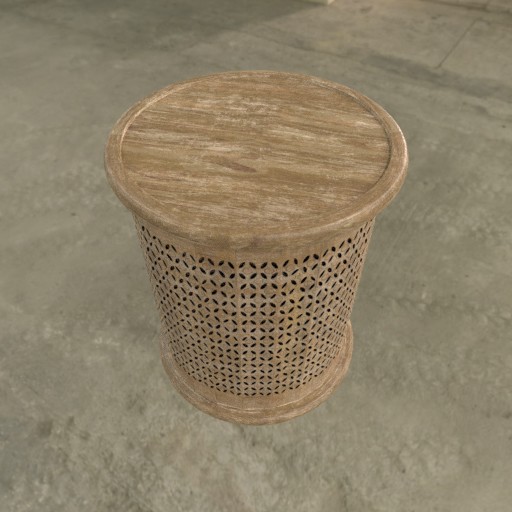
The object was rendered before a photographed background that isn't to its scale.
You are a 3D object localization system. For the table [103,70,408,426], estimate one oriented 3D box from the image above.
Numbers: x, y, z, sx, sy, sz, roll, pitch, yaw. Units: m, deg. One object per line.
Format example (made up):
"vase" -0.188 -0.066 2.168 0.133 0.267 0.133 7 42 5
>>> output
"table" 0.000 0.000 0.775 0.407 0.482 0.407 0 46 0
